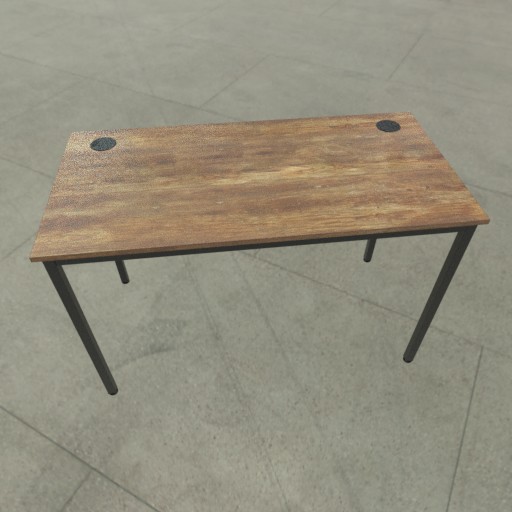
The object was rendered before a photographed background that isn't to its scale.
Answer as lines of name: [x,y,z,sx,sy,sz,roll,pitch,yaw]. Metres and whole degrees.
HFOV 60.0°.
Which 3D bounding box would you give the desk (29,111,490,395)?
desk: [0.000,0.000,1.617,1.200,0.749,0.600,-5,46,-5]
